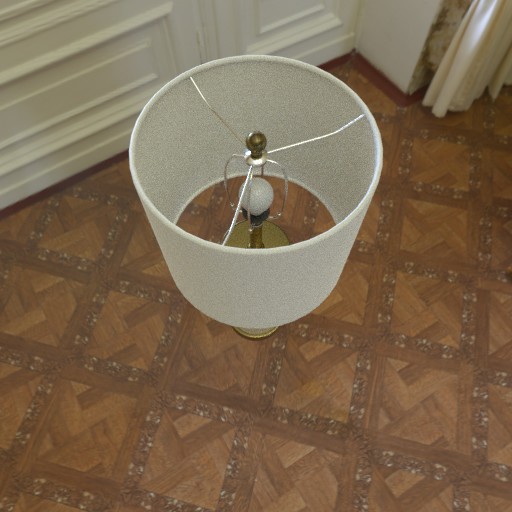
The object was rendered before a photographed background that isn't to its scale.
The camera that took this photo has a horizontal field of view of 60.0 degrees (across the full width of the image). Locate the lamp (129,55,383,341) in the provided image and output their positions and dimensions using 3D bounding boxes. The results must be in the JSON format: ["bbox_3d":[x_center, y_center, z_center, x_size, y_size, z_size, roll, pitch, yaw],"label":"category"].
[{"bbox_3d":[0.000,0.000,0.807,0.305,0.634,0.305,12,64,6],"label":"lamp"}]
